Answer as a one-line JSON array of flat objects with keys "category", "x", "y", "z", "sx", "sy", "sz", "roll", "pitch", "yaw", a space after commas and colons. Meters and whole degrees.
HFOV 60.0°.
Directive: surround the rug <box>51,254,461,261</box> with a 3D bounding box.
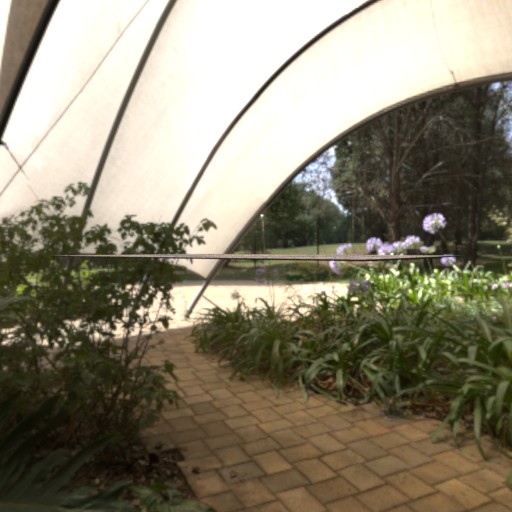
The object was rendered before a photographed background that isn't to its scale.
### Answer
[{"category": "rug", "x": 0.000, "y": 0.000, "z": 2.963, "sx": 2.232, "sy": 0.009, "sz": 1.630, "roll": 1, "pitch": 1, "yaw": 36}]
